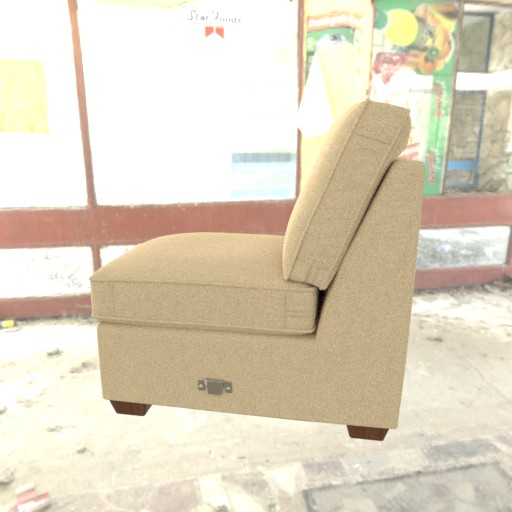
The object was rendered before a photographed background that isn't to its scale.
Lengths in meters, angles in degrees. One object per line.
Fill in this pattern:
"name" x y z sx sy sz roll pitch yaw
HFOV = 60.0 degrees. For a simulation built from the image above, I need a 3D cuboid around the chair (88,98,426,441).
"chair" 0.000 0.000 1.512 0.938 0.970 0.621 2 15 9
